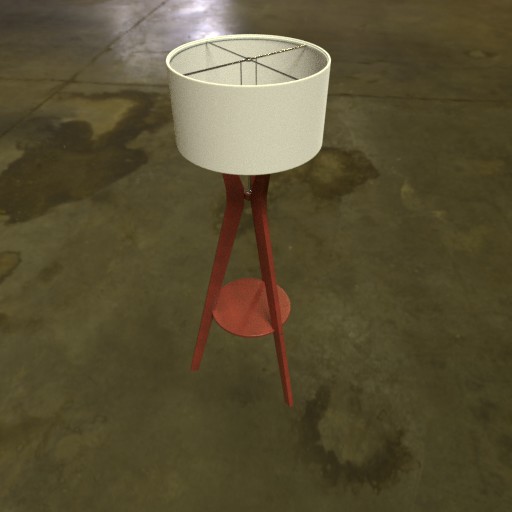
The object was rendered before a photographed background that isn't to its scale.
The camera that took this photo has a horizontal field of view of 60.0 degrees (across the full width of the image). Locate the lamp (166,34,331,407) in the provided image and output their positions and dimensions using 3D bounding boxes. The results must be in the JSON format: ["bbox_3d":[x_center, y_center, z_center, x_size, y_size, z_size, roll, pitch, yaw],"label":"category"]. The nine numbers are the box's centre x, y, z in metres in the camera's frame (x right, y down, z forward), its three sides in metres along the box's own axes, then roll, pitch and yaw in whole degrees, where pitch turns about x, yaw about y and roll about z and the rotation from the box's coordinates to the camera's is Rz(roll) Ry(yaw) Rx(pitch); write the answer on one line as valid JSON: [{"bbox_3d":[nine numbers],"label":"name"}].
[{"bbox_3d":[0.000,0.000,1.740,0.539,1.472,0.542,-27,47,-28],"label":"lamp"}]
